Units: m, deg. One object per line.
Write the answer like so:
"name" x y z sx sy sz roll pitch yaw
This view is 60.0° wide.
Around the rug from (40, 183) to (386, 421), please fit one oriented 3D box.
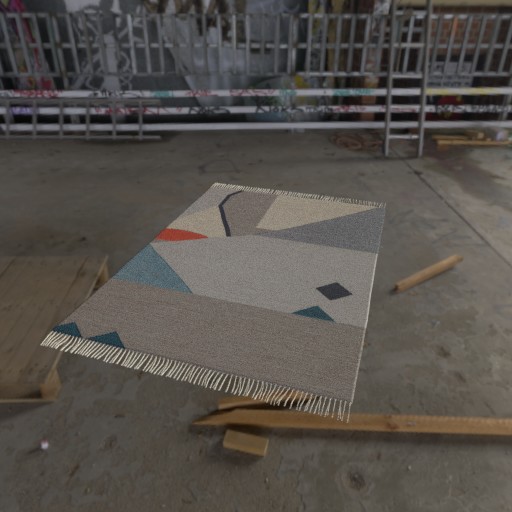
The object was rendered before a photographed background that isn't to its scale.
"rug" 0.000 0.000 2.324 1.220 0.005 1.828 9 32 15
